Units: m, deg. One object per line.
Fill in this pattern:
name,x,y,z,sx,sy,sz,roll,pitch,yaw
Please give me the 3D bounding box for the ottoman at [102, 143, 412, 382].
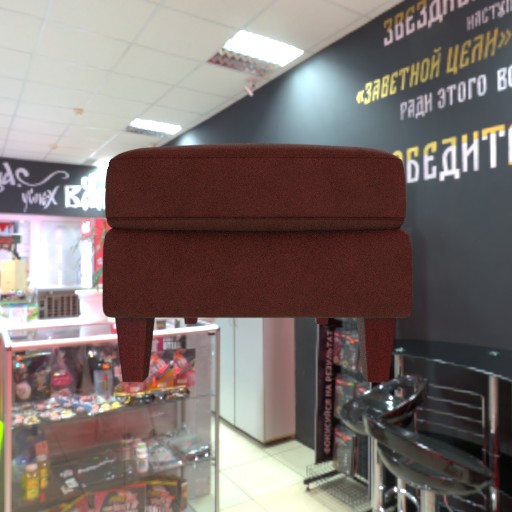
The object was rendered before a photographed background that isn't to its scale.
ottoman,0.000,0.000,1.230,0.584,0.483,0.864,0,0,0
